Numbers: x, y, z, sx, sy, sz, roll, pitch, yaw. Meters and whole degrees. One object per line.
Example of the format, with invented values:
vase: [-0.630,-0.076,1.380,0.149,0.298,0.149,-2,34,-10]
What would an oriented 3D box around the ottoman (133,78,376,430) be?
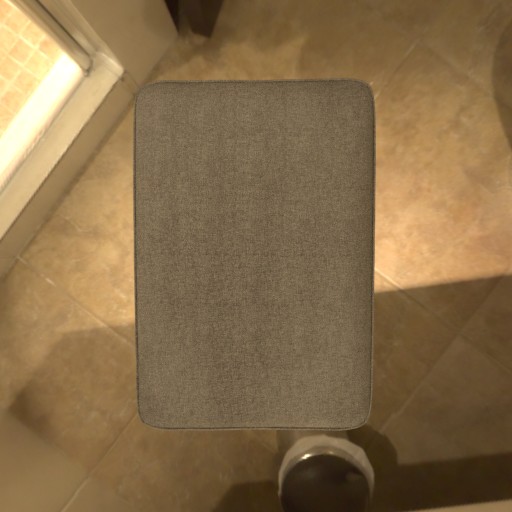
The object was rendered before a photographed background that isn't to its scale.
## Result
ottoman: [0.000,0.000,1.179,0.561,0.457,0.813,0,91,2]
